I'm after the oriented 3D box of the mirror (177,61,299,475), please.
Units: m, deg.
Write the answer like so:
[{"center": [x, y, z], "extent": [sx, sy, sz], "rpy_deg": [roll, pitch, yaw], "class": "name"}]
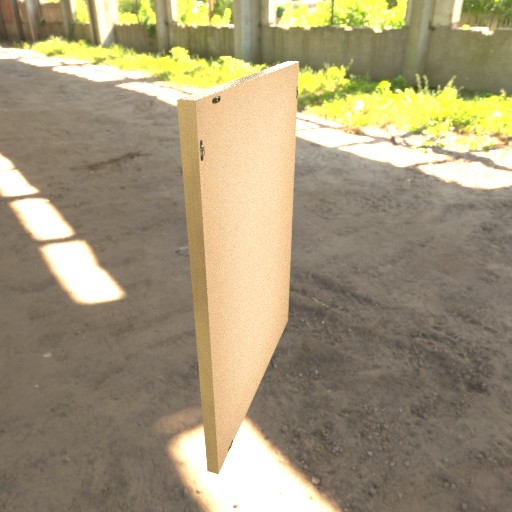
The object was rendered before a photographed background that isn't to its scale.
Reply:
[{"center": [0.000, 0.000, 1.336], "extent": [0.041, 1.016, 0.762], "rpy_deg": [9, 30, 16], "class": "mirror"}]
